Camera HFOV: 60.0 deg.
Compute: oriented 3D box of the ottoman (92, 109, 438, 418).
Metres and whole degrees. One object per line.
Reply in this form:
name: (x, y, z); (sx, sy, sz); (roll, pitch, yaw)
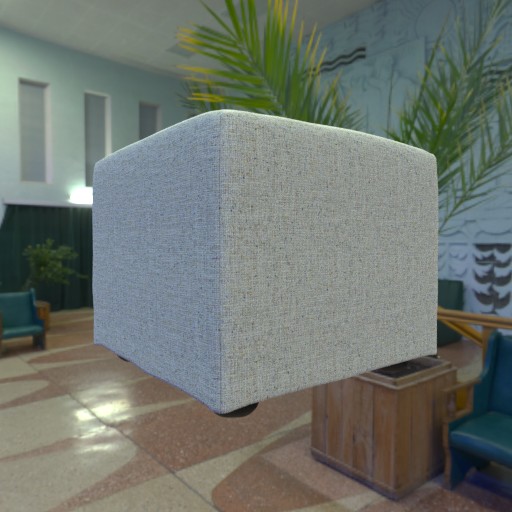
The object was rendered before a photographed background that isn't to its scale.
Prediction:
ottoman: (0.000, 0.000, 0.905); (0.512, 0.453, 0.521); (-1, 2, -37)
